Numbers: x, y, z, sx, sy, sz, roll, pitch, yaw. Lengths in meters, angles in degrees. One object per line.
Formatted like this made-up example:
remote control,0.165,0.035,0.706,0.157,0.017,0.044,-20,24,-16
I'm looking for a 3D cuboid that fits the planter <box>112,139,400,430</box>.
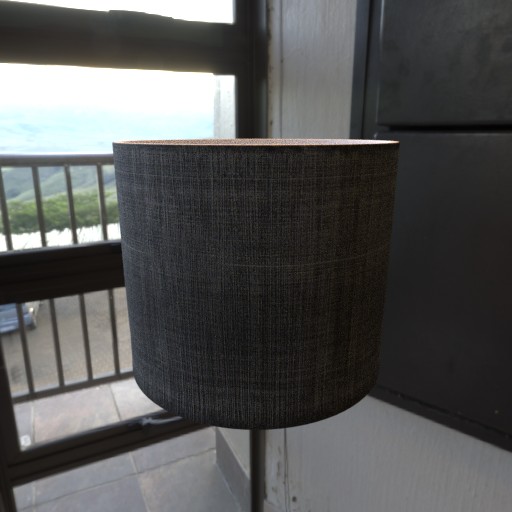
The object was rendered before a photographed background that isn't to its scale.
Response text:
planter,0.000,0.000,0.440,0.254,0.221,0.254,0,16,0
